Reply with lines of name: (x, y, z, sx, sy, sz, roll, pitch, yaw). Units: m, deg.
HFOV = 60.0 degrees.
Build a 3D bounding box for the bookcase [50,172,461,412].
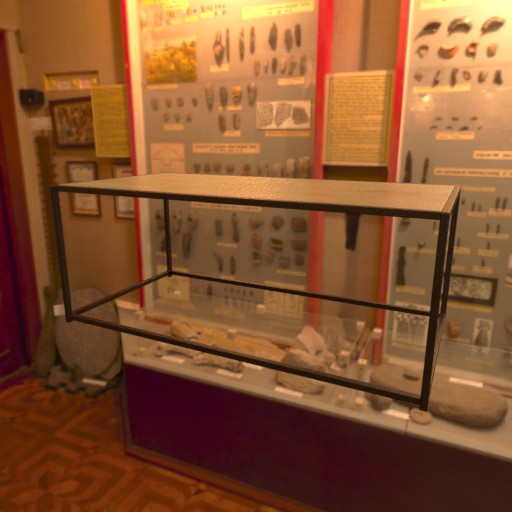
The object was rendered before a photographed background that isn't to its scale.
bookcase: (0.000, 0.000, 1.254, 1.000, 0.400, 0.500, 7, 17, 25)
